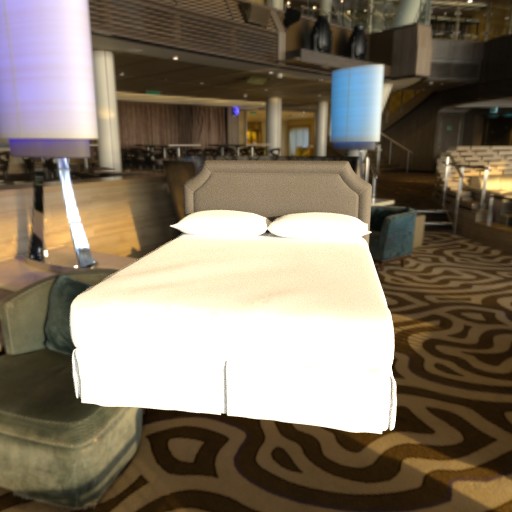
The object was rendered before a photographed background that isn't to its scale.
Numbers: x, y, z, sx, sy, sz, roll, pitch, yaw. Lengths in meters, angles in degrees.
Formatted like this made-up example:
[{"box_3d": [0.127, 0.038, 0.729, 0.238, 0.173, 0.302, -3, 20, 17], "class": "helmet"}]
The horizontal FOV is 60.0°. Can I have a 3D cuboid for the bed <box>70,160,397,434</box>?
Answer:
[{"box_3d": [0.000, 0.000, 3.881, 2.194, 1.561, 2.536, 2, 14, 10], "class": "bed"}]
